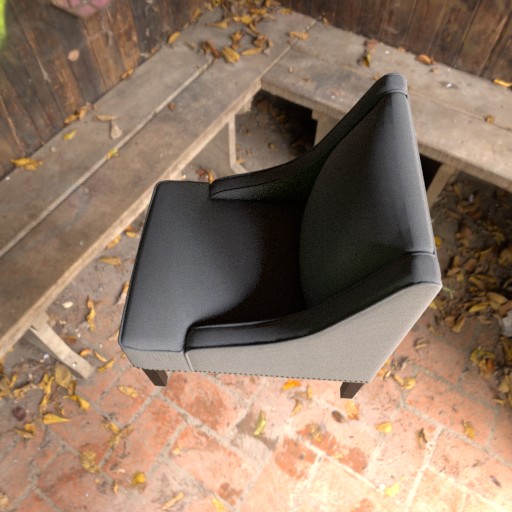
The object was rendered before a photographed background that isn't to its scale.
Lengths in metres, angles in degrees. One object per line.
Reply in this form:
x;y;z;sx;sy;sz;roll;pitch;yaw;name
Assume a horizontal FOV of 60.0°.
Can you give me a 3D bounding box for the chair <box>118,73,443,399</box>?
0.000;0.000;1.346;0.747;0.867;0.631;3;58;2;chair
